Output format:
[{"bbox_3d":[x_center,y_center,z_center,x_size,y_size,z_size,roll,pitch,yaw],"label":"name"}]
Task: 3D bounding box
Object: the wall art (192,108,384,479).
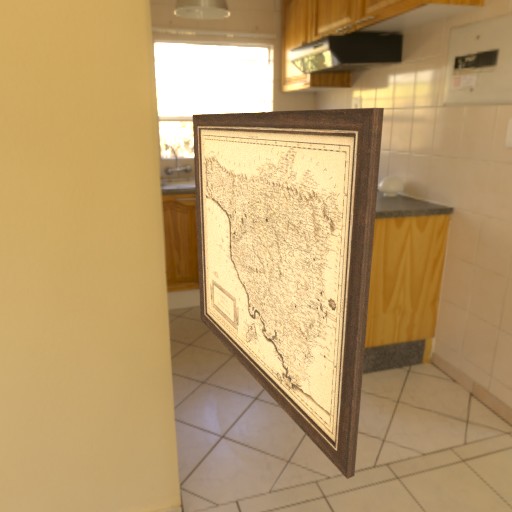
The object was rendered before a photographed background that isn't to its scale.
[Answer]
[{"bbox_3d":[0.000,0.000,1.417,0.023,0.875,1.033,-9,19,-26],"label":"wall art"}]
